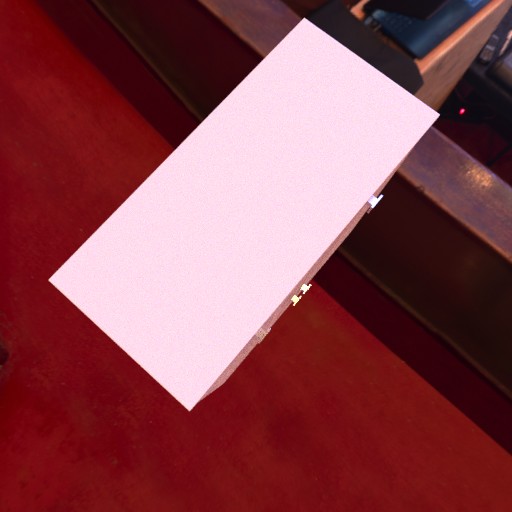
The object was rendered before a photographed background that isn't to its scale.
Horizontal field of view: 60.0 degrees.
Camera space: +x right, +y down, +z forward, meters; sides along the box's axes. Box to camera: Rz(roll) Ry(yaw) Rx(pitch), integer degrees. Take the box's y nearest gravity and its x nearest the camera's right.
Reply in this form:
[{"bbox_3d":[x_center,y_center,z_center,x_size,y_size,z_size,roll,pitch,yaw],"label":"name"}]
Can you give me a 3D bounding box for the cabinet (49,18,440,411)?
[{"bbox_3d":[0.000,0.000,1.083,0.296,0.815,0.600,40,80,9],"label":"cabinet"}]
